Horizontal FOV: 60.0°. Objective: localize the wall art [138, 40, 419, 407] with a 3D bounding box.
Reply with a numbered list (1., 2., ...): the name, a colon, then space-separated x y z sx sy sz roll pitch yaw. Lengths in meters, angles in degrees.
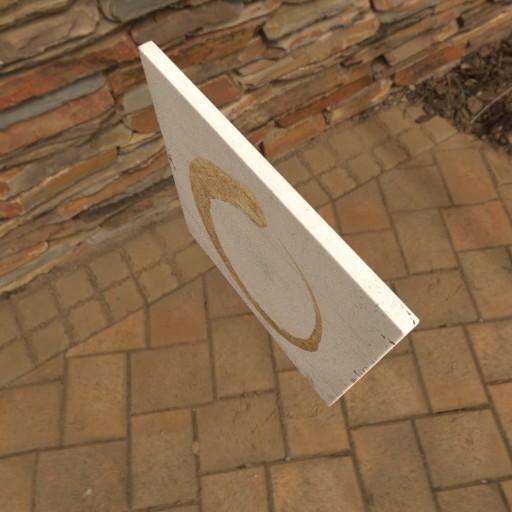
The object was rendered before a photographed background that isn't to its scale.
1. wall art: 0.000 0.000 1.119 0.038 0.762 0.762 -34 68 -16
